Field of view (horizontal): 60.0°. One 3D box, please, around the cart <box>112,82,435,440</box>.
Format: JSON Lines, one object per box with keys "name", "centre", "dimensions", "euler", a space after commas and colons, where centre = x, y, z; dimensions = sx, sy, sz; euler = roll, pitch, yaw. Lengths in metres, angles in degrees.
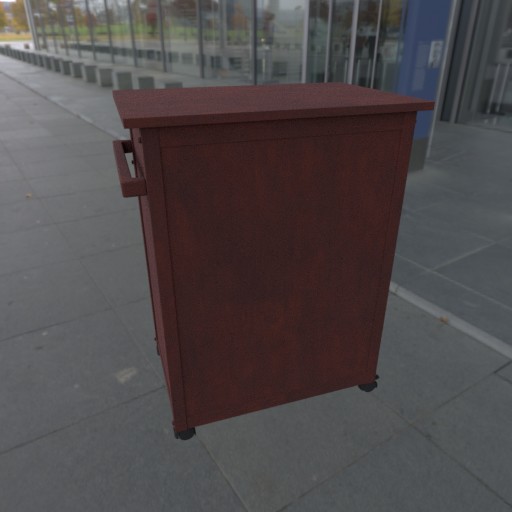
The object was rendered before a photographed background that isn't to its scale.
{"name": "cart", "centre": [0.000, 0.000, 1.260], "dimensions": [0.683, 0.864, 0.442], "euler": [-9, 28, -16]}
